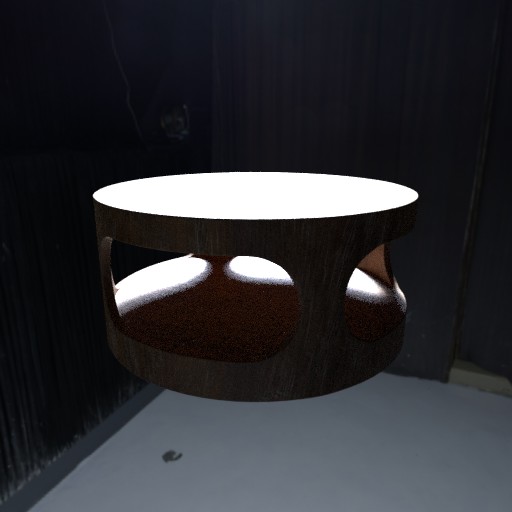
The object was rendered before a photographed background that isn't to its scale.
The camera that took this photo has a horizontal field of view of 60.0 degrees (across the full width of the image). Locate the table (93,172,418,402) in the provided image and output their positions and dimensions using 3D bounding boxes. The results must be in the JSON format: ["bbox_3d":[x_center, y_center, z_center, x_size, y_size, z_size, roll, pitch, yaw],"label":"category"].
[{"bbox_3d":[0.000,0.000,1.472,0.974,0.450,0.974,0,16,0],"label":"table"}]
